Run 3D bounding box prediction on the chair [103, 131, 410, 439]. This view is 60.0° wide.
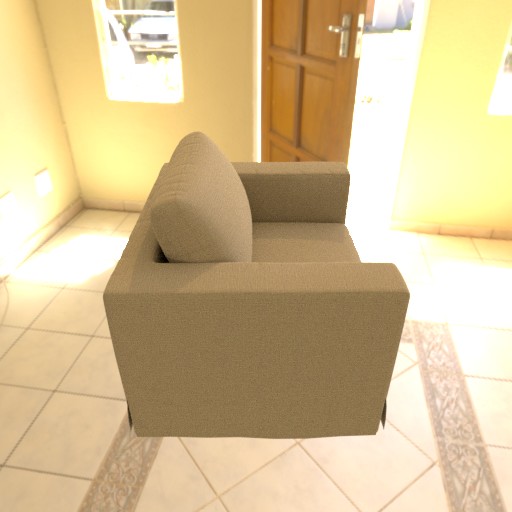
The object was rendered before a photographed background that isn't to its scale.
[{"bbox_3d":[0.000,0.000,1.892,0.957,0.878,1.150,0,32,0],"label":"chair"}]
